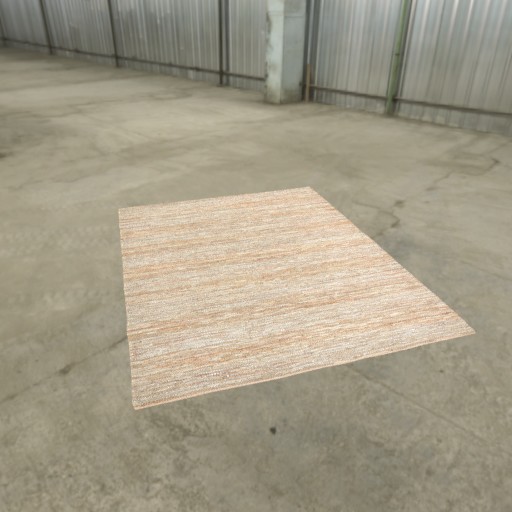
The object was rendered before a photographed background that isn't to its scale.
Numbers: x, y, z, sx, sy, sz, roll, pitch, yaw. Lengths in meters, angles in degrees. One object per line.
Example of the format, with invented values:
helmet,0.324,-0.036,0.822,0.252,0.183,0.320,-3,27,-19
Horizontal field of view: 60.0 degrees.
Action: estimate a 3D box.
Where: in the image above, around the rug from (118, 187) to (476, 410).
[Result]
rug,0.000,0.000,3.963,2.313,0.009,2.939,-9,31,-15
